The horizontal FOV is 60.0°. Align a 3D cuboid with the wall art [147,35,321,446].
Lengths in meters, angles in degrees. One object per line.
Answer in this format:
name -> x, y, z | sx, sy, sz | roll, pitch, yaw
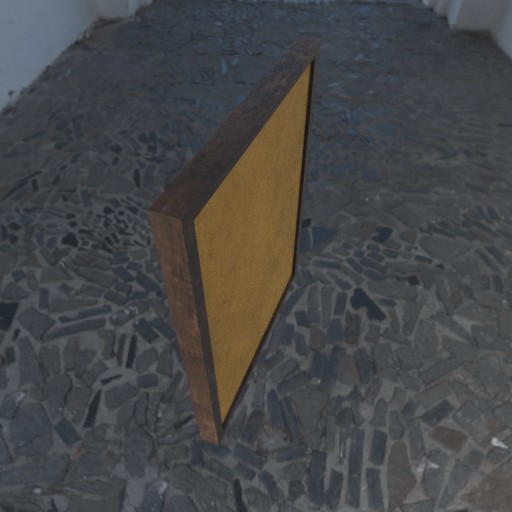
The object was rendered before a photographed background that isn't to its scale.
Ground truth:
wall art -> 0.000, 0.000, 0.551 | 0.027, 0.406, 0.329 | 17, 49, 15
